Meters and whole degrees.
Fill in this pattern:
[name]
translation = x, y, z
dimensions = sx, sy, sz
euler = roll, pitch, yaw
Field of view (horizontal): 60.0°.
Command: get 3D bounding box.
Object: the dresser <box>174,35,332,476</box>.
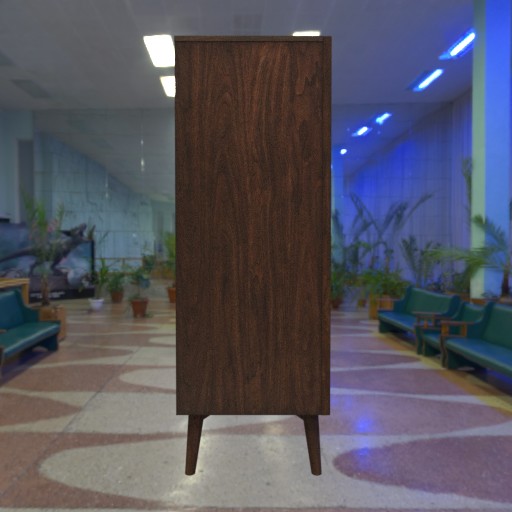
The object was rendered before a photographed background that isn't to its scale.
[dresser]
translation = 0.000, 0.000, 1.825
dimensions = 0.498, 1.365, 0.919
euler = 0, 1, 0
